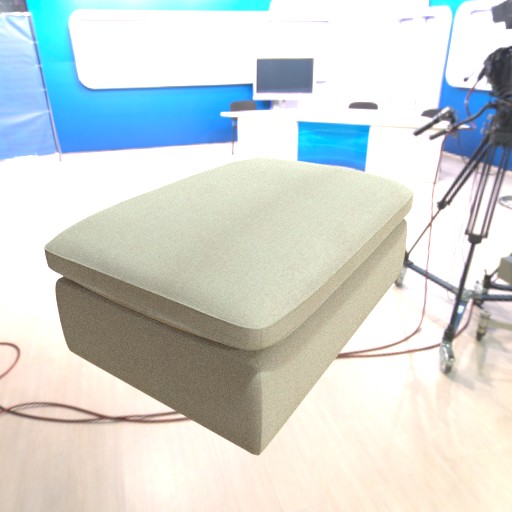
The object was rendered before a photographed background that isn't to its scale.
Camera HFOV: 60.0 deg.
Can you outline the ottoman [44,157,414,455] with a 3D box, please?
[{"bbox_3d":[0.000,0.000,1.352,0.686,0.453,0.984,16,31,30],"label":"ottoman"}]
